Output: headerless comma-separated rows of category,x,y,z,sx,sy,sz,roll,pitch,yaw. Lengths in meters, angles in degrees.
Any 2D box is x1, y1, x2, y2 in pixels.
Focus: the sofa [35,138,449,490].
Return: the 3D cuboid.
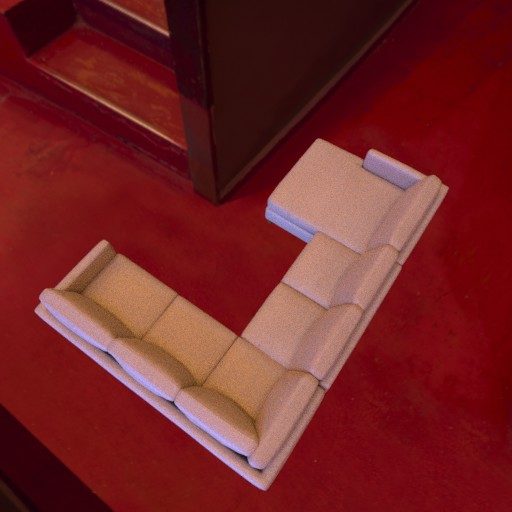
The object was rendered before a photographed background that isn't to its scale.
sofa,0.000,0.000,4.554,2.594,0.961,3.460,32,68,15
